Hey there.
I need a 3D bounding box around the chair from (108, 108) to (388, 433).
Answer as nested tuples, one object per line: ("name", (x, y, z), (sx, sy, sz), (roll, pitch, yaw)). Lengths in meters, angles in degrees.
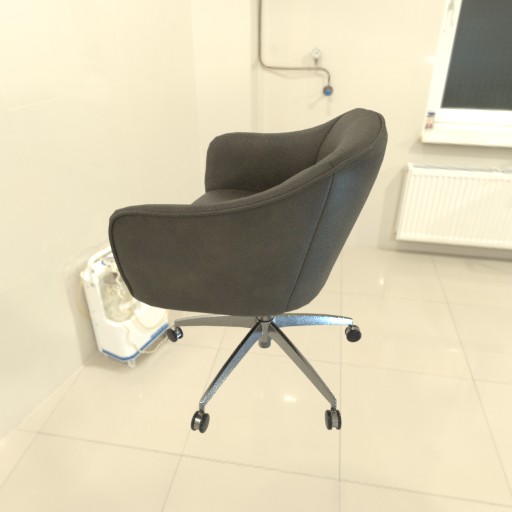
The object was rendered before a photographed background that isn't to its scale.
("chair", (0.000, 0.000, 1.344), (0.689, 0.827, 0.713), (9, 32, 14))
